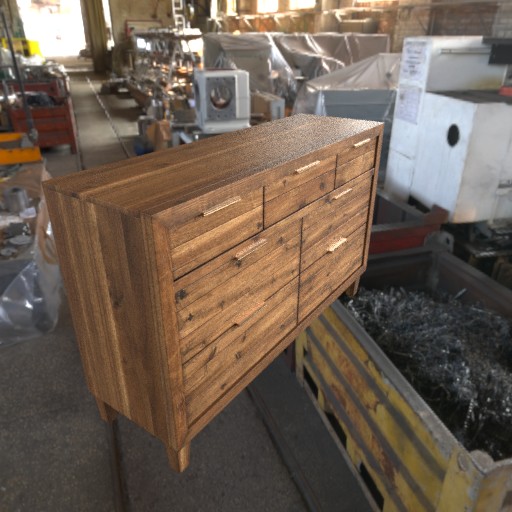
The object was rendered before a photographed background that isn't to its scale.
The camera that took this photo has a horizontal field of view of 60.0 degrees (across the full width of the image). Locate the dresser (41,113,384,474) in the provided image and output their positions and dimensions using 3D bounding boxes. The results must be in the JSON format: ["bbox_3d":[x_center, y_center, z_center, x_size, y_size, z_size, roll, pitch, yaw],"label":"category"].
[{"bbox_3d":[0.000,0.000,1.789,0.438,0.892,1.387,18,32,31],"label":"dresser"}]
